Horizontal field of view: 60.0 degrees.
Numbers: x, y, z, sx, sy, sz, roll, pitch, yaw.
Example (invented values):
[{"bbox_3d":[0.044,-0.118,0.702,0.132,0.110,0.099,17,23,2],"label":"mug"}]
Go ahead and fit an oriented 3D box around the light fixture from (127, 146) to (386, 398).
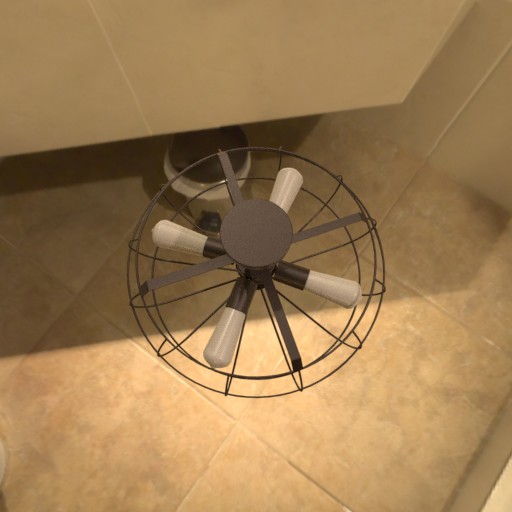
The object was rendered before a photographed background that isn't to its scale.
[{"bbox_3d":[0.000,0.000,0.945,0.582,0.311,0.582,0,75,0],"label":"light fixture"}]
